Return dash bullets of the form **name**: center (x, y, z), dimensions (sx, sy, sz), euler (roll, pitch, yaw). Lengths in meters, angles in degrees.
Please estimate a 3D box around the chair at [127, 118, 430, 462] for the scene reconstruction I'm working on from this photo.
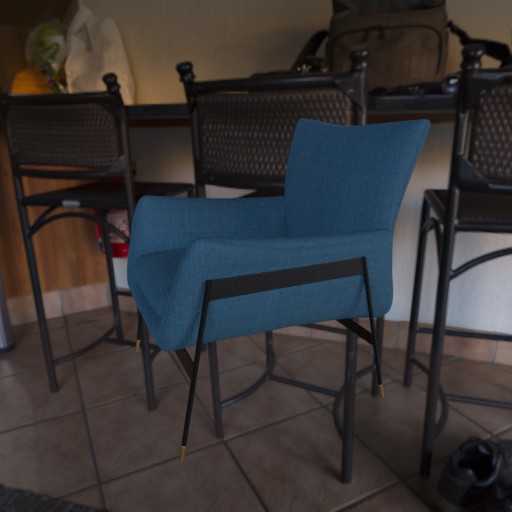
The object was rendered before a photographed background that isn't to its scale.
- **chair**: center (0.000, 0.000, 1.453), dimensions (0.769, 0.859, 0.678), euler (-8, 19, -23)
